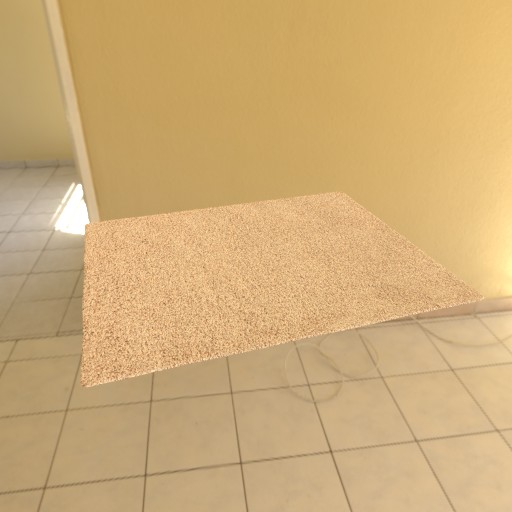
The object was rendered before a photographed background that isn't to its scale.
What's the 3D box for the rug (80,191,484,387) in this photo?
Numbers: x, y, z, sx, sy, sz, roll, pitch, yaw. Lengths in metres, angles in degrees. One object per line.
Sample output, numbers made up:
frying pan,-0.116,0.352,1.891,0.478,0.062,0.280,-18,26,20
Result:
rug,0.000,0.000,4.122,3.047,0.029,2.438,-9,31,-16
